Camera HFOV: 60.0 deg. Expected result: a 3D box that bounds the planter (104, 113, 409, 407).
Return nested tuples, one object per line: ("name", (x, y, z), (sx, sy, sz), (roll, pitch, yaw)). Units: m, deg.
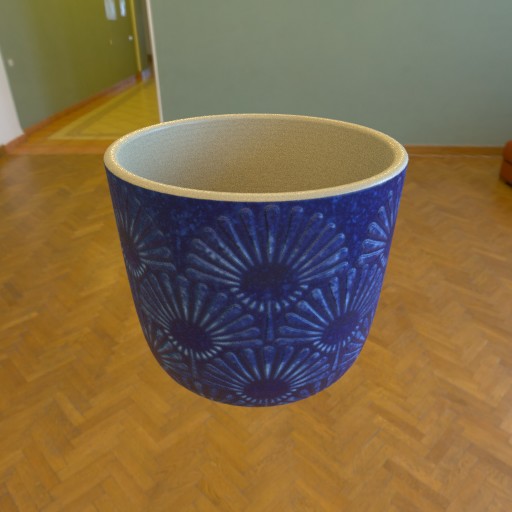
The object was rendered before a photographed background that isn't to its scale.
("planter", (0.000, 0.000, 0.214), (0.124, 0.109, 0.124), (0, 29, 0))
